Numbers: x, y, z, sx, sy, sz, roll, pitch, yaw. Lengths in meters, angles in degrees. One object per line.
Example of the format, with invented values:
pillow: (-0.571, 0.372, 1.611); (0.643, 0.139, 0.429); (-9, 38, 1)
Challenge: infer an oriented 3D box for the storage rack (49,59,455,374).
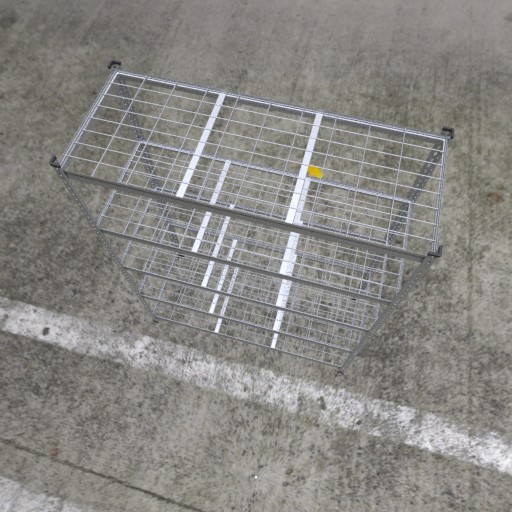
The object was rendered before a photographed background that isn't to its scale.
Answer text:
storage rack: (0.000, 0.000, 2.661); (1.524, 1.981, 0.610); (14, 64, 7)
